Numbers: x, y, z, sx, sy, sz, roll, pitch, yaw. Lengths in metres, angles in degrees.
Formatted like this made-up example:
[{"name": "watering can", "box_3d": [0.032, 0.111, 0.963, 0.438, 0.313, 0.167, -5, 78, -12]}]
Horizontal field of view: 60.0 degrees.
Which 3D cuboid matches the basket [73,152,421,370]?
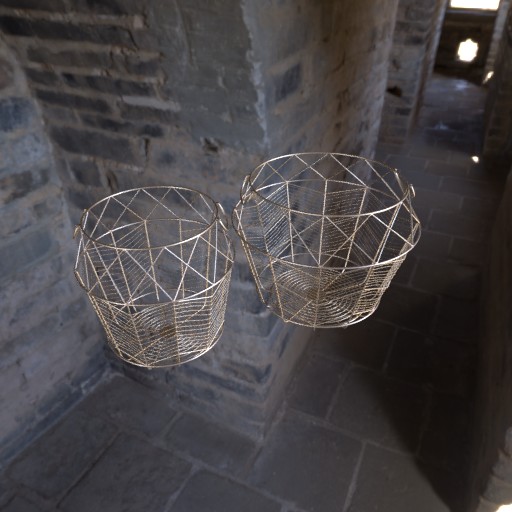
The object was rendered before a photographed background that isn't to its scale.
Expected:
[{"name": "basket", "box_3d": [0.000, 0.000, 1.066, 0.805, 0.343, 0.451, -12, 35, -17]}]
